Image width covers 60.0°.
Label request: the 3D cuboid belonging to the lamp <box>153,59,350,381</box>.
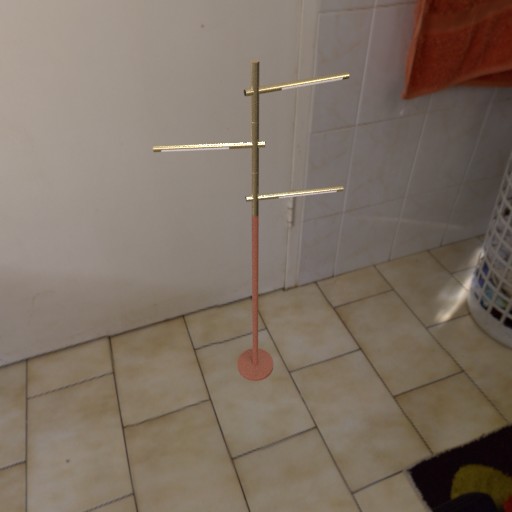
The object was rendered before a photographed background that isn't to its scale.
[{"bbox_3d":[0.000,0.000,2.012,0.737,1.704,0.209,-13,43,-14],"label":"lamp"}]
